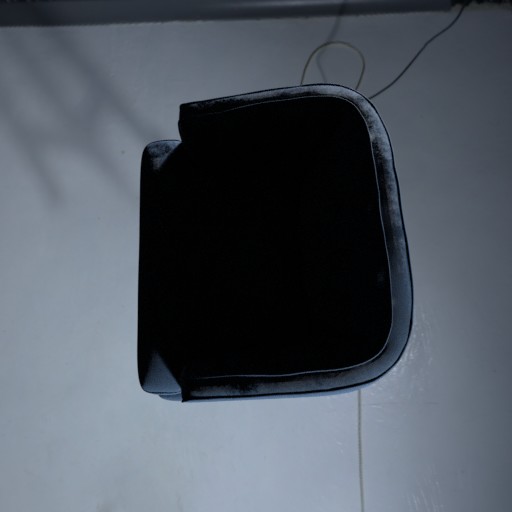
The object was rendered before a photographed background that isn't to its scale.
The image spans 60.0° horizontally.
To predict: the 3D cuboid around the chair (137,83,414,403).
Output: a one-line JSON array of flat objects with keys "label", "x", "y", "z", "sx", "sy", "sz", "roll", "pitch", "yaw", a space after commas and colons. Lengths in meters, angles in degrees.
[{"label": "chair", "x": 0.000, "y": 0.000, "z": 1.778, "sx": 0.940, "sy": 0.852, "sz": 1.094, "roll": -3, "pitch": 74, "yaw": -1}]
